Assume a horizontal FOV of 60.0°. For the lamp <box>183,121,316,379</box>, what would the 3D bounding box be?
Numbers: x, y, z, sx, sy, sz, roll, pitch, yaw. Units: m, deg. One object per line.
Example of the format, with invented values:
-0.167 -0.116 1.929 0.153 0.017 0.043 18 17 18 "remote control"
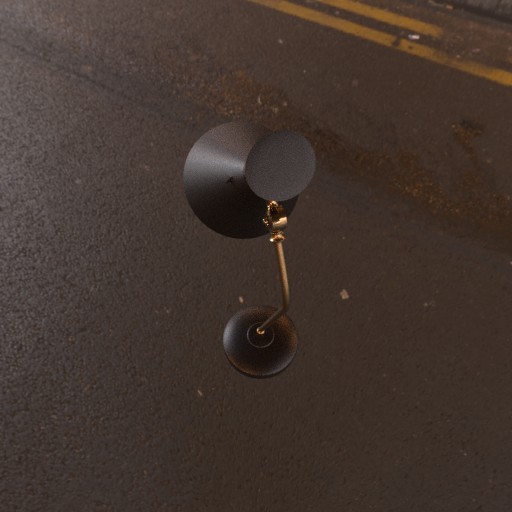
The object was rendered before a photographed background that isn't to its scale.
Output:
0.000 0.000 0.781 0.189 0.647 0.292 -15 58 -10 "lamp"
